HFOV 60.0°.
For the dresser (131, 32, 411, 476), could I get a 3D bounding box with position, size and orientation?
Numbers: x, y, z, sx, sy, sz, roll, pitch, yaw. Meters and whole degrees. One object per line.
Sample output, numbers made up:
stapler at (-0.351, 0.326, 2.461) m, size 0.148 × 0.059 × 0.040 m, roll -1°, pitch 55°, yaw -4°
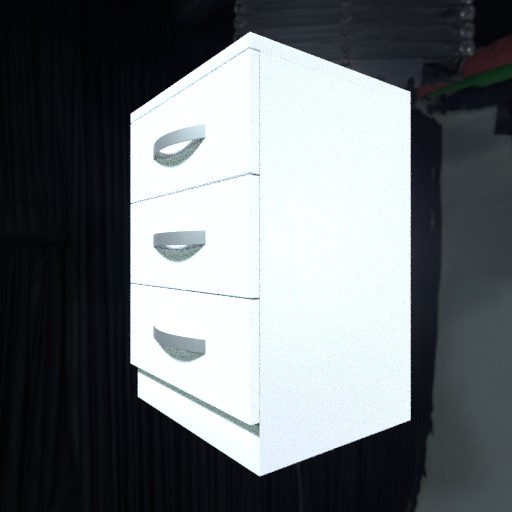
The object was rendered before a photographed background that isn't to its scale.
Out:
dresser at (0.000, 0.000, 0.808) m, size 0.360 × 0.560 × 0.400 m, roll 0°, pitch 0°, yaw -37°
